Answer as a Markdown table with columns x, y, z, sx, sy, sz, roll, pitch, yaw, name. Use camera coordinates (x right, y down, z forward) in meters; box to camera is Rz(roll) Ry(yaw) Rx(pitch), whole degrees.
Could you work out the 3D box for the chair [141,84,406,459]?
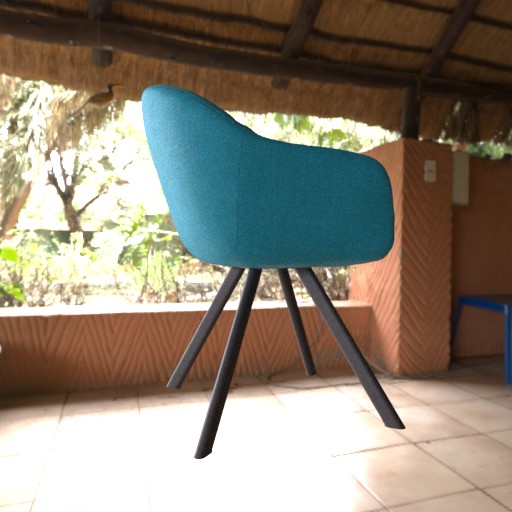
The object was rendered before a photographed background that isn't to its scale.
| x | y | z | sx | sy | sz | roll | pitch | yaw | name |
| --- | --- | --- | --- | --- | --- | --- | --- | --- | --- |
| 0.000 | 0.000 | 1.134 | 0.565 | 0.775 | 0.545 | 0 | 1 | -18 | chair |
